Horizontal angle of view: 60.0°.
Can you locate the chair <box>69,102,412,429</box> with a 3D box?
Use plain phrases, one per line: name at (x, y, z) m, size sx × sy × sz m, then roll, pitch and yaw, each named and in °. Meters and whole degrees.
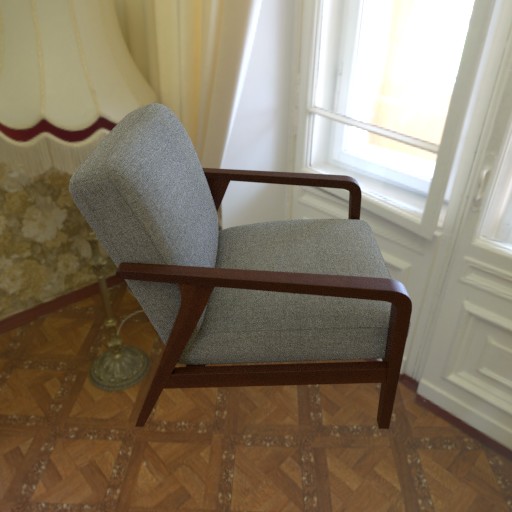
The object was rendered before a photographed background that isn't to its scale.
chair at (0.000, 0.000, 1.427) m, size 0.858 × 0.847 × 0.704 m, roll 0°, pitch 33°, yaw 0°
